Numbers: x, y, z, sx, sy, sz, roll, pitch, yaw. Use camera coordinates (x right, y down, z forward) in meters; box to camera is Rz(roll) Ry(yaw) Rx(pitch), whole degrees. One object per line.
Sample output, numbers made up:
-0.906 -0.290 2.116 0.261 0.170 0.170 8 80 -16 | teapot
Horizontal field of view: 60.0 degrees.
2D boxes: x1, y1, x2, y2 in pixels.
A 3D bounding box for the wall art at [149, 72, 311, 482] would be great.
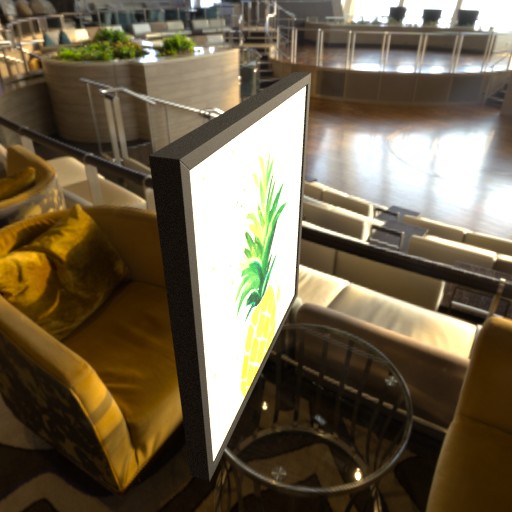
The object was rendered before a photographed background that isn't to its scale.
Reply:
0.000 0.000 0.752 0.033 0.507 0.508 11 33 17 | wall art
